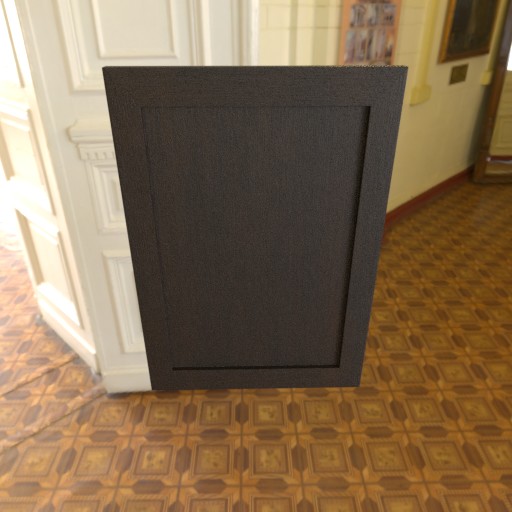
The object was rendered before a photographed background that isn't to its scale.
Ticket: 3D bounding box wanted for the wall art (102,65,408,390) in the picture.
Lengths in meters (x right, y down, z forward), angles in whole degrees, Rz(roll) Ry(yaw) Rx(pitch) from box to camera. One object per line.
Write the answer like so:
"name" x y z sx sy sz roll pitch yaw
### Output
"wall art" 0.000 0.000 0.649 0.359 0.513 0.017 -1 29 -1
